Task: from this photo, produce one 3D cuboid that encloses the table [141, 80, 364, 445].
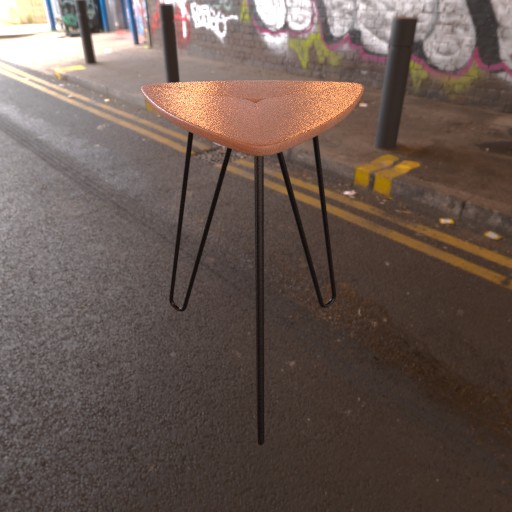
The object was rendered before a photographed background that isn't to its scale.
[{"bbox_3d":[0.000,0.000,0.861,0.442,0.564,0.455,-1,32,-2],"label":"table"}]
